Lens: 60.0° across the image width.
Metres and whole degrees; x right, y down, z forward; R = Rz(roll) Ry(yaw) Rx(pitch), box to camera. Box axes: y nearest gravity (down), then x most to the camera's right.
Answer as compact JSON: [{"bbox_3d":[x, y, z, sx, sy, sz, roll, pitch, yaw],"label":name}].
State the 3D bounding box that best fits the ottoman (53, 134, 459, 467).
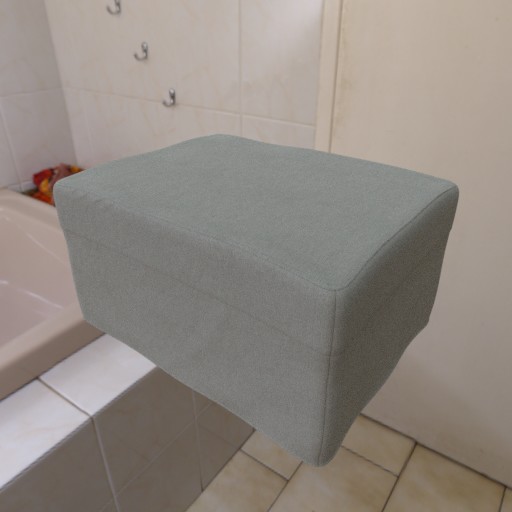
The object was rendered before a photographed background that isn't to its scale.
[{"bbox_3d":[0.000,0.000,1.215,0.833,0.461,0.648,21,35,32],"label":"ottoman"}]
